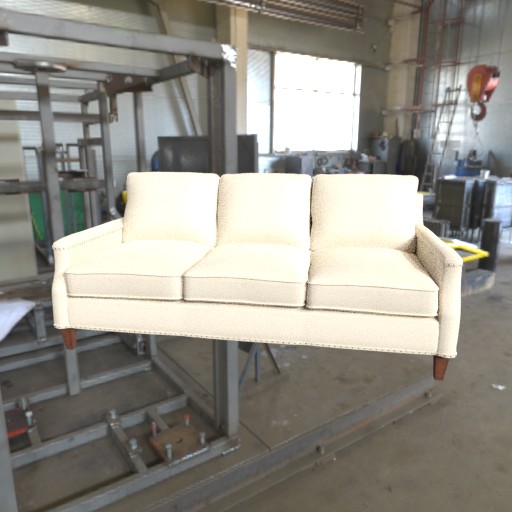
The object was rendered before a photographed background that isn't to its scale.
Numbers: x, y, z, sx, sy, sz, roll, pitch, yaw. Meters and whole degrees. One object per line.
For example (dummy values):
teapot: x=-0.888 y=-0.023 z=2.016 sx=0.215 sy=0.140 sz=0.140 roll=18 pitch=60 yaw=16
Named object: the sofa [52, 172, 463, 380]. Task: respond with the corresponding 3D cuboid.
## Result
sofa: x=0.000 y=0.000 z=2.832 sx=2.246 sy=1.003 sz=1.084 roll=2 pitch=14 yaw=10
